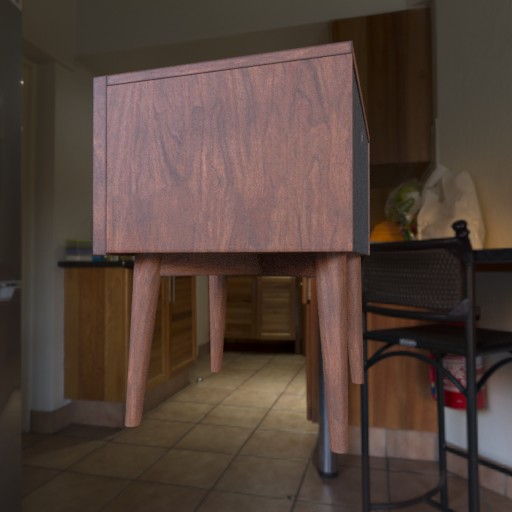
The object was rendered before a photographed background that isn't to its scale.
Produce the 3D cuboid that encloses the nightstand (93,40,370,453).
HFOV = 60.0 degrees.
[{"bbox_3d":[0.000,0.000,0.940,0.445,0.607,0.521,0,-1,17],"label":"nightstand"}]
